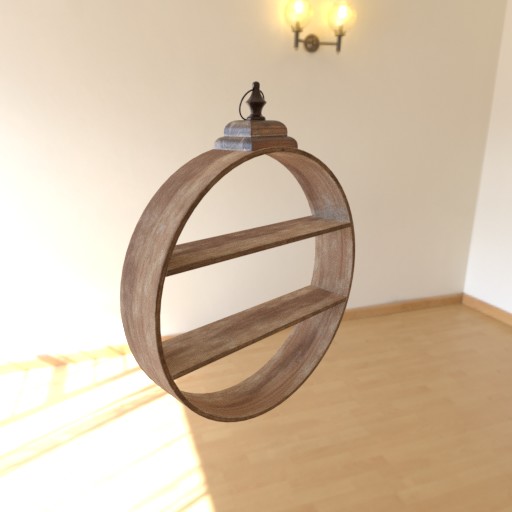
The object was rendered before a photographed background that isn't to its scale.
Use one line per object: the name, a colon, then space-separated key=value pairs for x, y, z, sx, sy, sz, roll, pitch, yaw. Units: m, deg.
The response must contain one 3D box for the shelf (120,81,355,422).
shelf: x=0.000 y=0.000 z=0.986 sx=0.601 sy=0.725 sz=0.125 roll=-16 pitch=23 yaw=-42
